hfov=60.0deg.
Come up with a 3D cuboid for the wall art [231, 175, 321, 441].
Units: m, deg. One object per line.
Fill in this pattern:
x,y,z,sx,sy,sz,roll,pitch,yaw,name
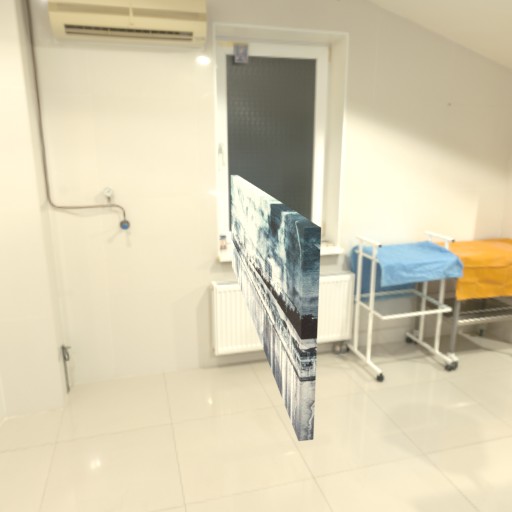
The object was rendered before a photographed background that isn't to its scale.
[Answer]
0.000,0.000,1.706,0.037,0.509,1.524,-2,15,-9,wall art
